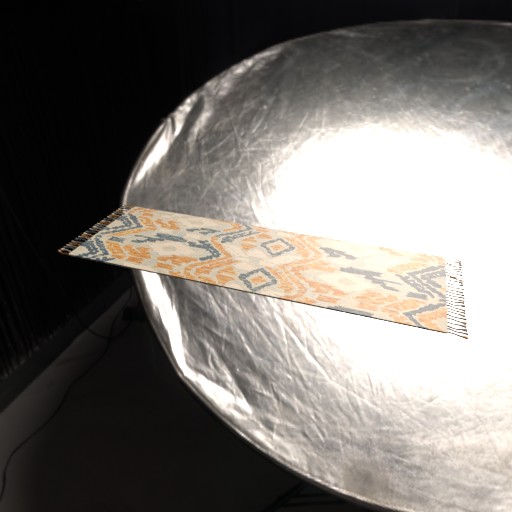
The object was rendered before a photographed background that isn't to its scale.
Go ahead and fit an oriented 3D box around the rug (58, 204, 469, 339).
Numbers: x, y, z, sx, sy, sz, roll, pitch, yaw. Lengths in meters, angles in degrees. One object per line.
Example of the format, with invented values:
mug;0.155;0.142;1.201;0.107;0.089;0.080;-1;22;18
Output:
rug;0.000;0.000;2.782;2.437;0.010;0.783;10;33;16
